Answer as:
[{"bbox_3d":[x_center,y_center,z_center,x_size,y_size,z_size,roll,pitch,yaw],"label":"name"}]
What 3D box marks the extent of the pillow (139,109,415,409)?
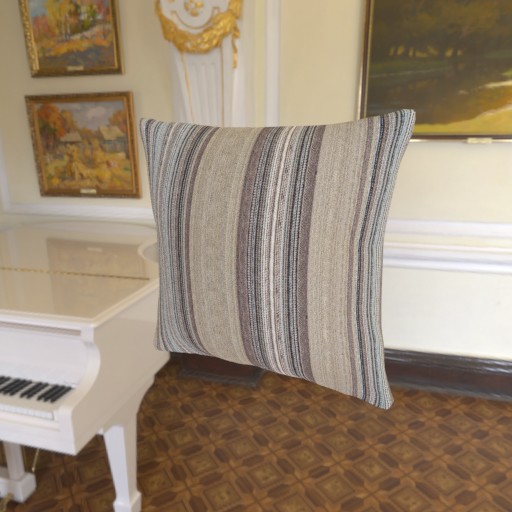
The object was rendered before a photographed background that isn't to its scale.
[{"bbox_3d":[0.000,0.000,0.678,0.435,0.416,0.189,7,16,26],"label":"pillow"}]
